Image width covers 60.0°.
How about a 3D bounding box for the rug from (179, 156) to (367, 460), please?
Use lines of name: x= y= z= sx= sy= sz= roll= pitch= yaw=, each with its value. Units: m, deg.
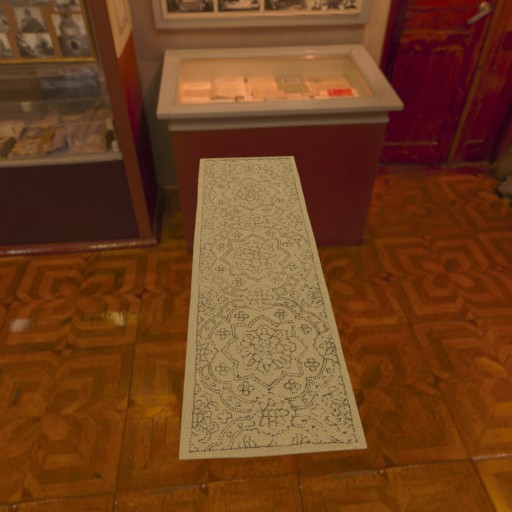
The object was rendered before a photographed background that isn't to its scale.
rug: x=0.000 y=0.000 z=2.705 sx=0.769 sy=0.012 sz=2.448 roll=-2 pitch=41 yaw=-3
